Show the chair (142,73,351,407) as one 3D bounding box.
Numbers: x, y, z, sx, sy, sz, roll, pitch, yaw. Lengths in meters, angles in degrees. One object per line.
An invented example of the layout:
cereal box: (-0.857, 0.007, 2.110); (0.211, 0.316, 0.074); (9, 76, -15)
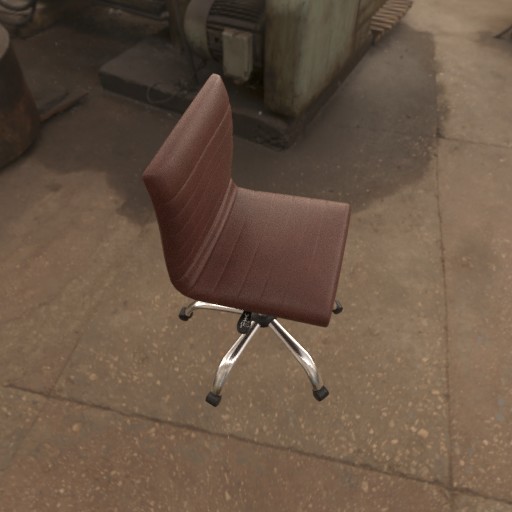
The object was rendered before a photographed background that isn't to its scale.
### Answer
chair: (0.000, 0.000, 1.168); (0.530, 0.780, 0.556); (12, 50, 10)
